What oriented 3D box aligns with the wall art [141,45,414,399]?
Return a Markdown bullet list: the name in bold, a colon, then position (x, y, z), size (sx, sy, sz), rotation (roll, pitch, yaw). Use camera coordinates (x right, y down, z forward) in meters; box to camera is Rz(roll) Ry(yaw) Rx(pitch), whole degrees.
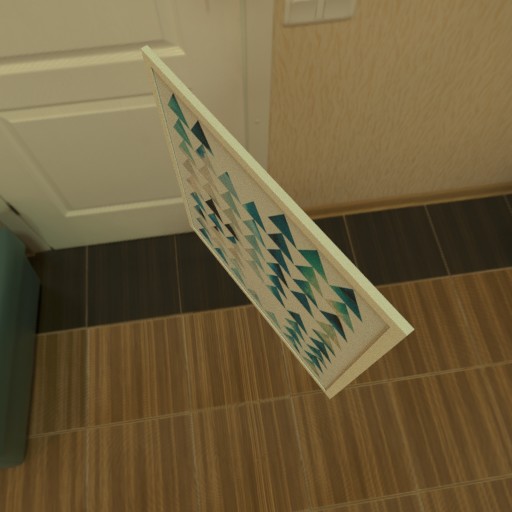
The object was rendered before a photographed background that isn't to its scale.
- **wall art**: position (0.000, 0.000, 0.832), size (0.012, 0.557, 0.557), rotation (-35, 70, -15)
